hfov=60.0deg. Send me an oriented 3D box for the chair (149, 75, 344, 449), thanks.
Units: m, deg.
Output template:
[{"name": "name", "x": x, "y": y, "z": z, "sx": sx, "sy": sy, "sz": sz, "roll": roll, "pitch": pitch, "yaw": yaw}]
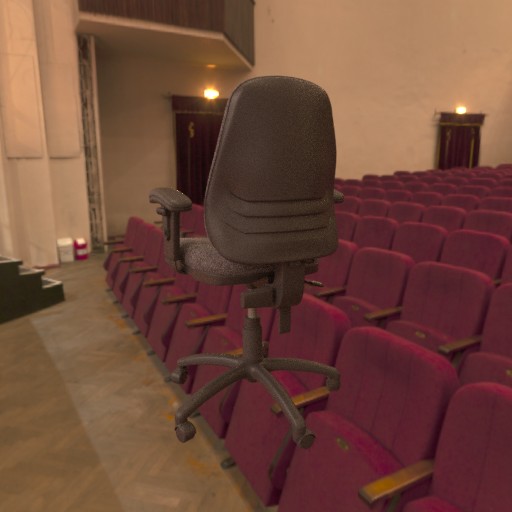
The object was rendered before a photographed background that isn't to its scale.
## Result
[{"name": "chair", "x": 0.000, "y": 0.000, "z": 1.254, "sx": 0.550, "sy": 0.910, "sz": 0.530, "roll": -6, "pitch": 14, "yaw": -27}]
